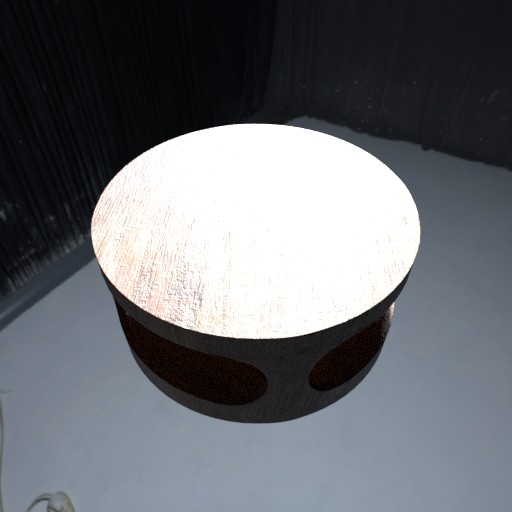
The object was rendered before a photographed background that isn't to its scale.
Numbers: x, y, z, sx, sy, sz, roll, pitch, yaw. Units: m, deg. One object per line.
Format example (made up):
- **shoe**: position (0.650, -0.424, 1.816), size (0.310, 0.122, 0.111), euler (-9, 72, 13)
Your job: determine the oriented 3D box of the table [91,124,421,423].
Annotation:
- **table**: position (0.000, 0.000, 1.515), size (0.974, 0.450, 0.974), euler (0, 46, 0)
